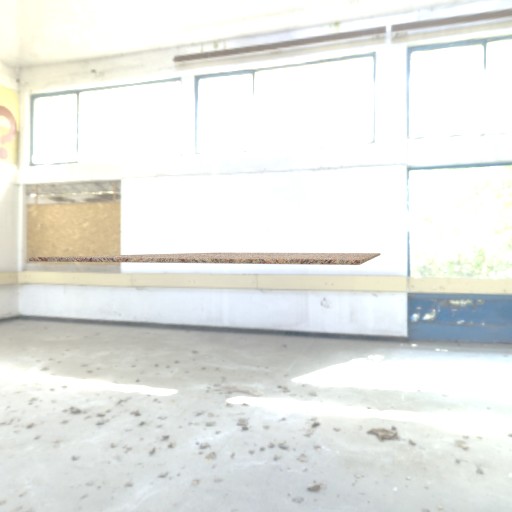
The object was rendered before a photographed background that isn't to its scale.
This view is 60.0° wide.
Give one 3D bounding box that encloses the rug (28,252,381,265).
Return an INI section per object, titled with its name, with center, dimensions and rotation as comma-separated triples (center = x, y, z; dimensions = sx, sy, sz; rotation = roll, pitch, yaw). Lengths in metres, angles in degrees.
[rug]
center = 0.000, 0.000, 2.938
dimensions = 1.523, 0.019, 2.285
rotation = 0, 1, 17
